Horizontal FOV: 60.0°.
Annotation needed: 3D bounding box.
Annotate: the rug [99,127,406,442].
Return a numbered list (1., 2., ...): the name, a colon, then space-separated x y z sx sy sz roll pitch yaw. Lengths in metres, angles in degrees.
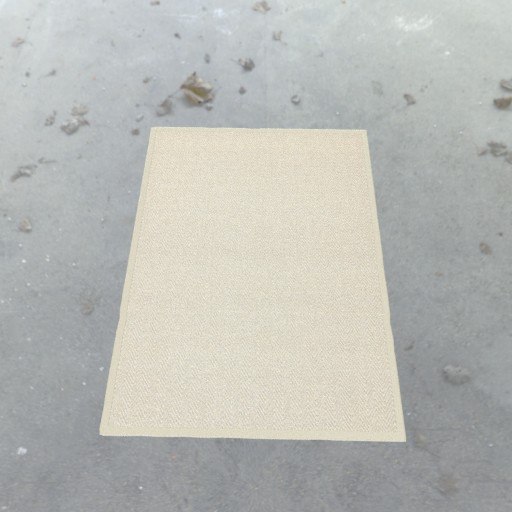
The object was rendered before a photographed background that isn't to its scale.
1. rug: 0.000 0.000 4.779 2.734 0.037 3.659 1 62 1
